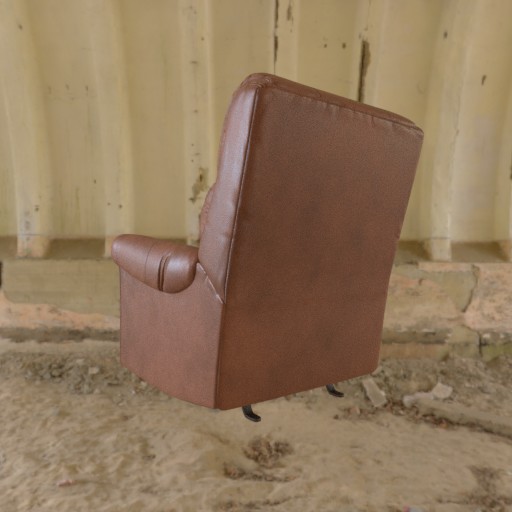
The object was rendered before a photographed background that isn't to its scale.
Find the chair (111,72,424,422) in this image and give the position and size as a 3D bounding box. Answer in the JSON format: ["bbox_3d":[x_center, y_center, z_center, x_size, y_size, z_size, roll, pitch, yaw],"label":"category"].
[{"bbox_3d":[0.000,0.000,1.736,0.838,1.054,1.014,0,1,-37],"label":"chair"}]
